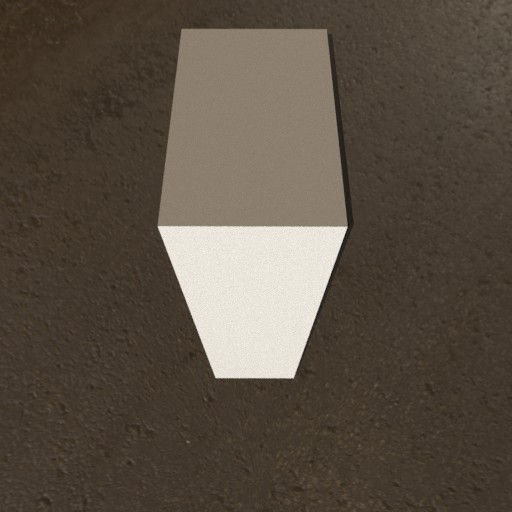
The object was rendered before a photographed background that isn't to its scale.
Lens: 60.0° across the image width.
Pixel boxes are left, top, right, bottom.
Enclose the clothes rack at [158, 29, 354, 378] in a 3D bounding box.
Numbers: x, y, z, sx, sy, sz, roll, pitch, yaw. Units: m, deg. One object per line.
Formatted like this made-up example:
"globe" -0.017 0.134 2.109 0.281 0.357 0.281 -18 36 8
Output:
"clothes rack" 0.000 0.000 1.378 0.330 1.187 0.500 0 63 0
